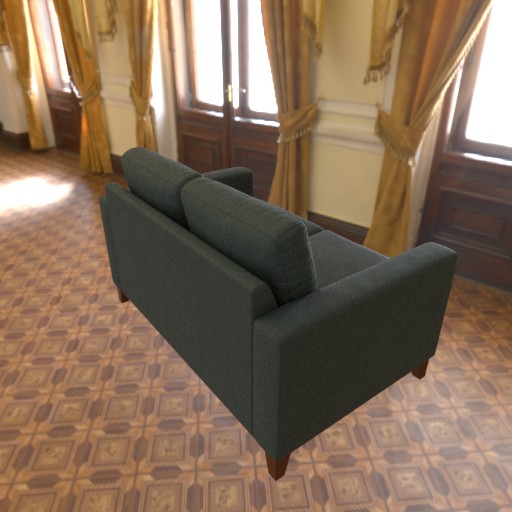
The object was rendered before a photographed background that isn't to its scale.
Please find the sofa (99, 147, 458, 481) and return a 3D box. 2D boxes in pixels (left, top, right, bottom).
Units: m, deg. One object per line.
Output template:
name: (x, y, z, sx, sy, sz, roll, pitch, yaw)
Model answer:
sofa: (0.000, 0.000, 2.106, 0.955, 0.903, 1.489, -19, 33, -32)
